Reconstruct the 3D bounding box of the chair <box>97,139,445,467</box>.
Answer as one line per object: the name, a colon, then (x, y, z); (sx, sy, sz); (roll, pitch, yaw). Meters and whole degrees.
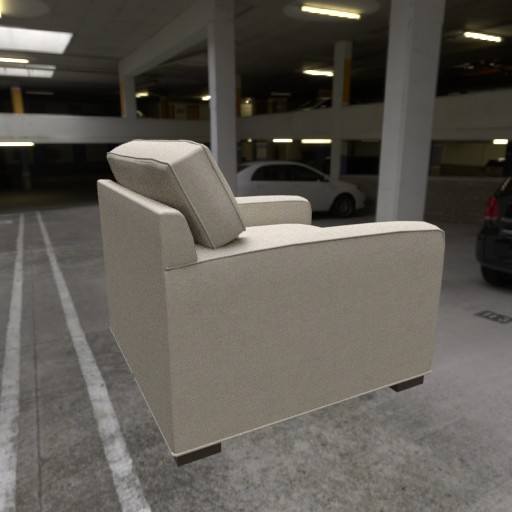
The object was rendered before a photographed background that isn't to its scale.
chair: (0.000, 0.000, 1.797); (1.043, 0.913, 0.998); (-8, 17, -27)
